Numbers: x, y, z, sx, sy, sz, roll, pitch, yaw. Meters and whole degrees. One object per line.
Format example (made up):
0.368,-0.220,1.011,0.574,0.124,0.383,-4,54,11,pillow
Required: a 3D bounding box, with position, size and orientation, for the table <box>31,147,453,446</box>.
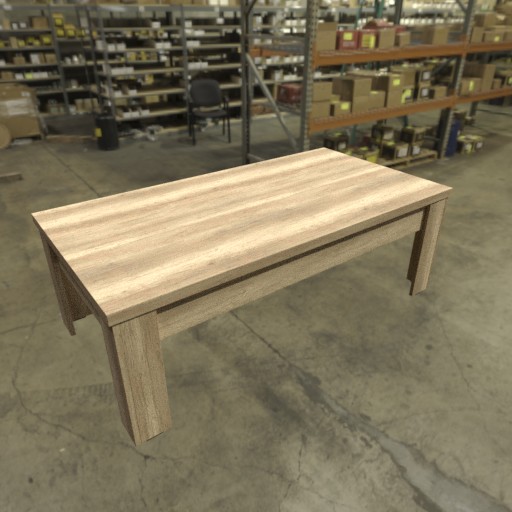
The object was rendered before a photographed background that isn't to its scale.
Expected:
0.000,0.000,1.697,1.350,0.460,0.700,-20,35,-31,table
